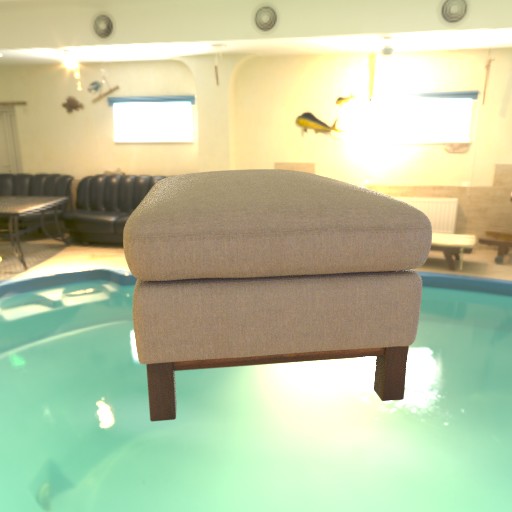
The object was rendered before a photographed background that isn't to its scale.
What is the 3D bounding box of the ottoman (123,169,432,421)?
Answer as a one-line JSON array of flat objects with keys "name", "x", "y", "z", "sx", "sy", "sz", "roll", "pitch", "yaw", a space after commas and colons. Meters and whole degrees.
[{"name": "ottoman", "x": 0.000, "y": 0.000, "z": 1.070, "sx": 0.528, "sy": 0.404, "sz": 0.735, "roll": -2, "pitch": 15, "yaw": -8}]
